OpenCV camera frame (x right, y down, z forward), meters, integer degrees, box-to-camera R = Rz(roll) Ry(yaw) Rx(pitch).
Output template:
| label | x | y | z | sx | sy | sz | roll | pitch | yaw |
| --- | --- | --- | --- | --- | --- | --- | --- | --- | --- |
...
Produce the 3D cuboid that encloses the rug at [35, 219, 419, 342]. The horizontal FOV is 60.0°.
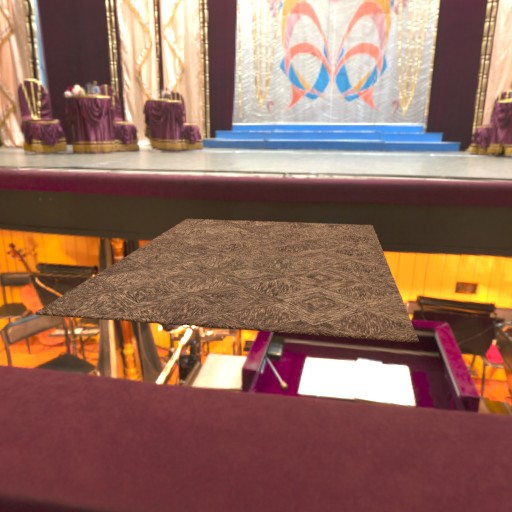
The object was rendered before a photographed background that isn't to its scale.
| label | x | y | z | sx | sy | sz | roll | pitch | yaw |
| --- | --- | --- | --- | --- | --- | --- | --- | --- | --- |
| rug | 0.000 | 0.000 | 4.251 | 2.448 | 0.017 | 3.204 | 3 | 16 | 9 |
